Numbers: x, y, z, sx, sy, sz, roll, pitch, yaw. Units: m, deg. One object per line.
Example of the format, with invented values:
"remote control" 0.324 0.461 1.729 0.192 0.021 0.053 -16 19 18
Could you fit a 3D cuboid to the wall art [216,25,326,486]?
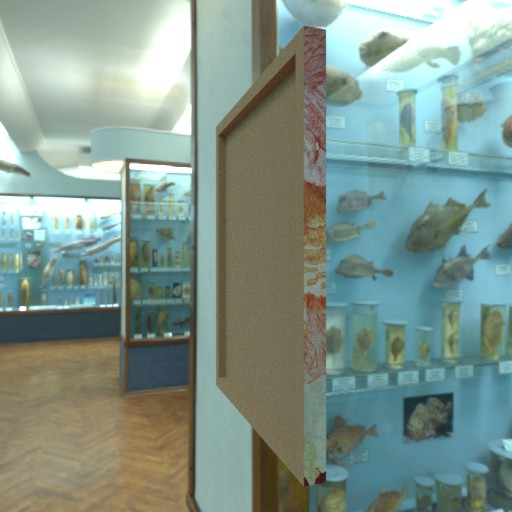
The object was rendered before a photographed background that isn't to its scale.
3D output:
"wall art" 0.000 0.000 0.684 0.028 0.508 0.406 0 0 -19
